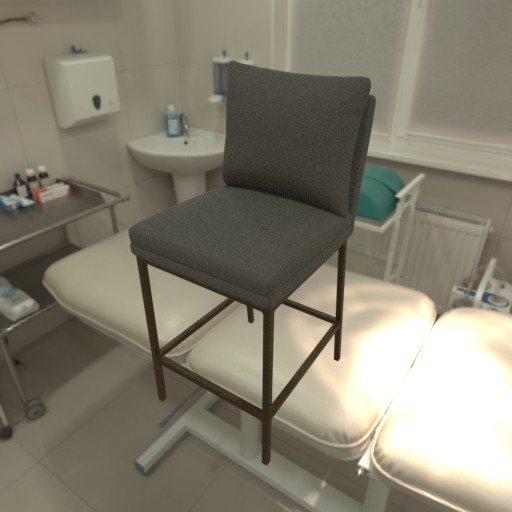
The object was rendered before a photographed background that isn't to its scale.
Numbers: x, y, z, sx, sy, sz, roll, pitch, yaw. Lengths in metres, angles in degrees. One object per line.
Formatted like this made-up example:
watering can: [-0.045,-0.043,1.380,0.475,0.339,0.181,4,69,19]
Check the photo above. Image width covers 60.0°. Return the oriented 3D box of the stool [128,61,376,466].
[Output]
stool: [0.000,0.000,1.345,0.463,1.030,0.569,19,36,29]
